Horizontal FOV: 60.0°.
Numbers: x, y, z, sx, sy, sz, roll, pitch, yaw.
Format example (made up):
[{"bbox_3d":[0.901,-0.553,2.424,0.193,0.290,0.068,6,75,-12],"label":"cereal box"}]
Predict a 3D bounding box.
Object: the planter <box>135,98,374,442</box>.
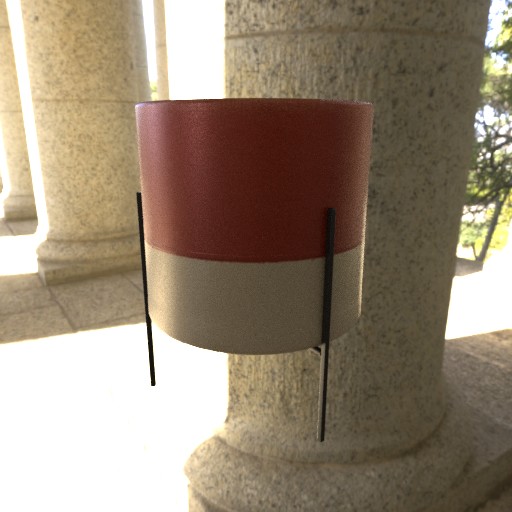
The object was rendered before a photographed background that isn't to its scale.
[{"bbox_3d":[0.000,0.000,0.721,0.345,0.465,0.354,8,18,26],"label":"planter"}]
